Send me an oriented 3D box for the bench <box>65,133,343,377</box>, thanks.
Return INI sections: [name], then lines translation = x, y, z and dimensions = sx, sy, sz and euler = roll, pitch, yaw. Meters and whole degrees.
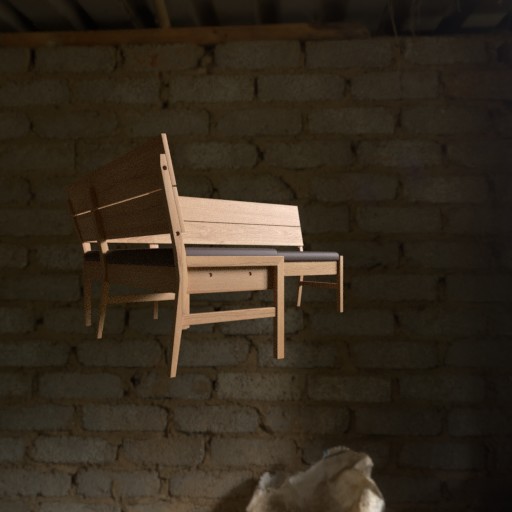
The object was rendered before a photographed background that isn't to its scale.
[bench]
translation = 0.000, 0.000, 2.799
dimensions = 1.975, 0.890, 1.549
euler = 0, 0, -36
